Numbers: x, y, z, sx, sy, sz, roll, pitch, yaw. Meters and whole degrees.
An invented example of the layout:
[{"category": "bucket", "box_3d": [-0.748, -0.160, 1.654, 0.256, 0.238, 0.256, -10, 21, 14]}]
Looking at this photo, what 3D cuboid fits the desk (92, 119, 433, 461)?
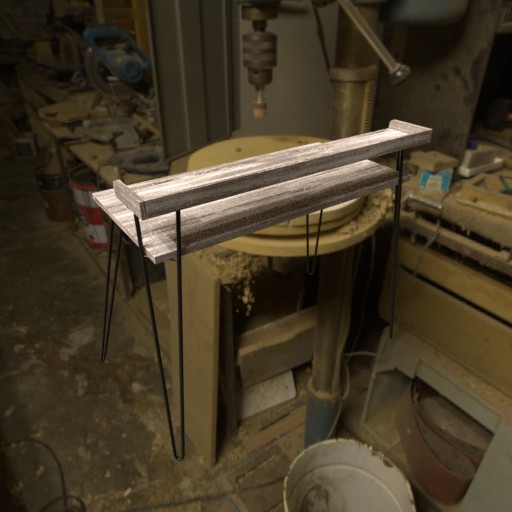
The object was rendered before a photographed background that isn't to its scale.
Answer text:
[{"category": "desk", "box_3d": [0.000, 0.000, 1.641, 1.135, 0.899, 0.605, -20, 36, -30]}]
